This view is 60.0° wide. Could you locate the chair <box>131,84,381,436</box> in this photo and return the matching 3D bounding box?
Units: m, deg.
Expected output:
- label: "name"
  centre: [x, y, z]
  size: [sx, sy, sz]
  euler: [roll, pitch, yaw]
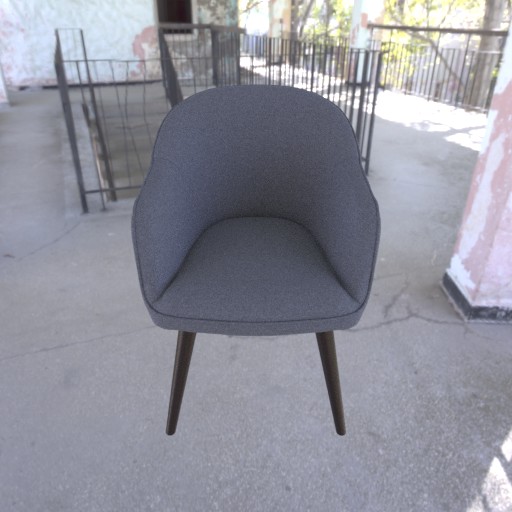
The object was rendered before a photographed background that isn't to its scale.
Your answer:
- label: "chair"
  centre: [0.000, 0.000, 1.223]
  size: [0.589, 0.810, 0.611]
  euler: [0, 29, 0]
